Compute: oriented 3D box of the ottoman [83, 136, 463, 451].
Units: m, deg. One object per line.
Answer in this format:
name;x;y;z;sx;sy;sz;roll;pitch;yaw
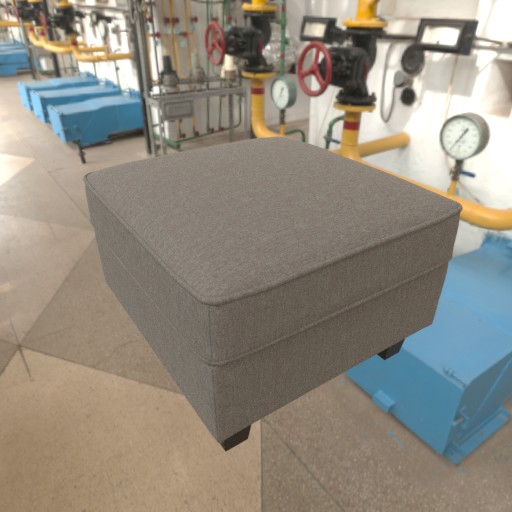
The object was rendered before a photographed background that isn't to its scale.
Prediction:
ottoman;0.000;0.000;1.396;0.808;0.612;0.871;-19;35;-29
